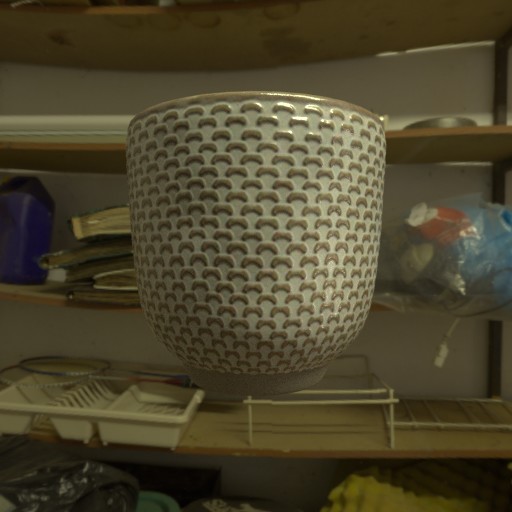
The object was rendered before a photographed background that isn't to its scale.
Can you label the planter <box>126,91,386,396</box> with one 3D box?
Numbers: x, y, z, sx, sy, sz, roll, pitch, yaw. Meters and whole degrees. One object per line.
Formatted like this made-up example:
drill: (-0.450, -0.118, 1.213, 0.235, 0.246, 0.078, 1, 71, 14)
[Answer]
planter: (0.000, 0.000, 0.350, 0.197, 0.191, 0.197, 0, 0, 0)
